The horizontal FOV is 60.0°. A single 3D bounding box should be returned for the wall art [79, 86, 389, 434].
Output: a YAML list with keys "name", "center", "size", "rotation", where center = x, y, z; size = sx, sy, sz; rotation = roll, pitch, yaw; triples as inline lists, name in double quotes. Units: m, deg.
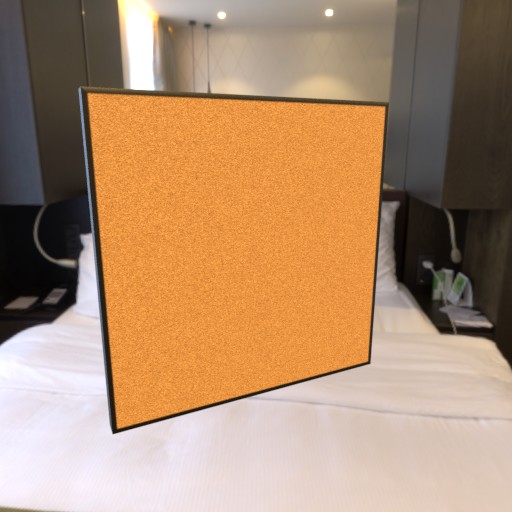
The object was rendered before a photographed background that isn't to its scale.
- name: "wall art"
  center: [0.000, 0.000, 1.126]
  size: [0.769, 0.766, 0.042]
  rotation: [-7, 16, -25]
